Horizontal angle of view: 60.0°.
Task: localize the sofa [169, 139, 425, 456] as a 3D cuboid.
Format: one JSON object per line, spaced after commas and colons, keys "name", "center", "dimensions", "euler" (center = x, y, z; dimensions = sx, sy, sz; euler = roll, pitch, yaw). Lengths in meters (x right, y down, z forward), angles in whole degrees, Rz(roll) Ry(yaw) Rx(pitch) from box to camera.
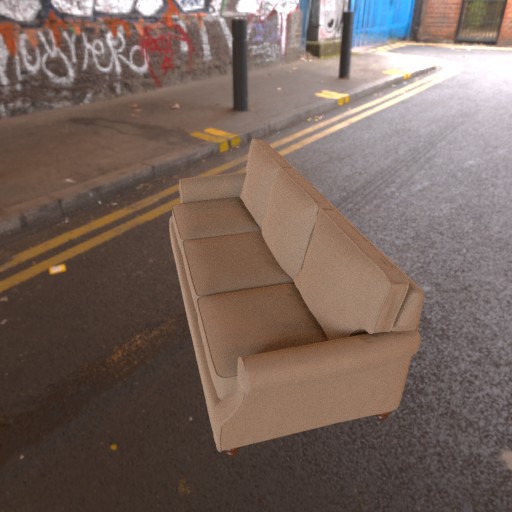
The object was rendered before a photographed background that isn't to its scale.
{"name": "sofa", "center": [0.000, 0.000, 2.863], "dimensions": [0.966, 0.948, 2.354], "euler": [-8, 31, -13]}
